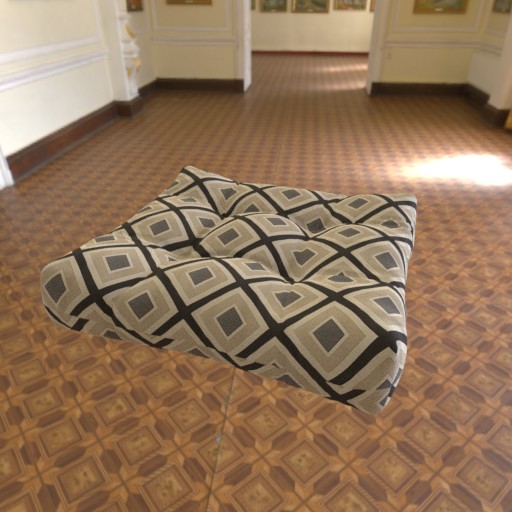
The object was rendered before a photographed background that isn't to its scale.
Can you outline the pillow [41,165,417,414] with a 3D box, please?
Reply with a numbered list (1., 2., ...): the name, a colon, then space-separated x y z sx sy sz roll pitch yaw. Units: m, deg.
1. pillow: 0.000 0.000 0.730 0.490 0.128 0.468 10 32 16
